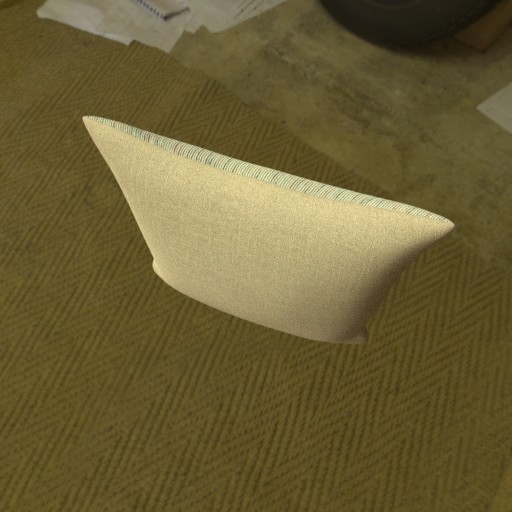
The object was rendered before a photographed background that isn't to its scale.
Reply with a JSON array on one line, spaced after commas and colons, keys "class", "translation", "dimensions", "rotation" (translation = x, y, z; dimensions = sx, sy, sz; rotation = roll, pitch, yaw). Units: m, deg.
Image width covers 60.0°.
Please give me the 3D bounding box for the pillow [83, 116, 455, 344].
[{"class": "pillow", "translation": [0.000, 0.000, 0.786], "dimensions": [0.512, 0.506, 0.178], "rotation": [18, 64, 9]}]
